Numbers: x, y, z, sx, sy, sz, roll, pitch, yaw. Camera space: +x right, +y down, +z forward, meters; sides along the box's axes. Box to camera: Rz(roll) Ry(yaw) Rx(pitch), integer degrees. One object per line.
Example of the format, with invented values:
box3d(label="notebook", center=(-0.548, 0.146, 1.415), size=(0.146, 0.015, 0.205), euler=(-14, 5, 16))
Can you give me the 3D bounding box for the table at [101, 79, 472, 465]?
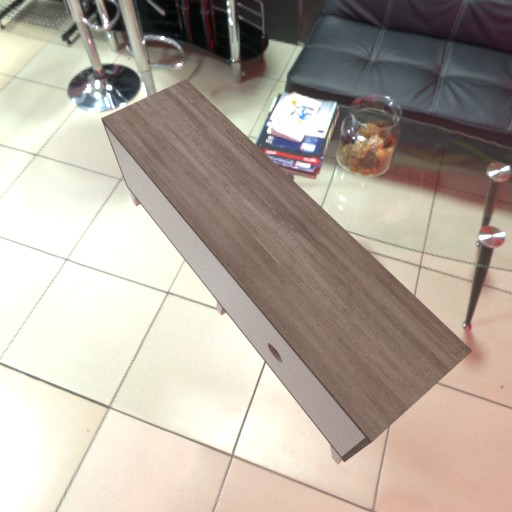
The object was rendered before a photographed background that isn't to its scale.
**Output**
box3d(label="table", center=(0.000, 0.000, 1.729), size=(0.400, 0.530, 1.500), euler=(-33, 64, -18))
